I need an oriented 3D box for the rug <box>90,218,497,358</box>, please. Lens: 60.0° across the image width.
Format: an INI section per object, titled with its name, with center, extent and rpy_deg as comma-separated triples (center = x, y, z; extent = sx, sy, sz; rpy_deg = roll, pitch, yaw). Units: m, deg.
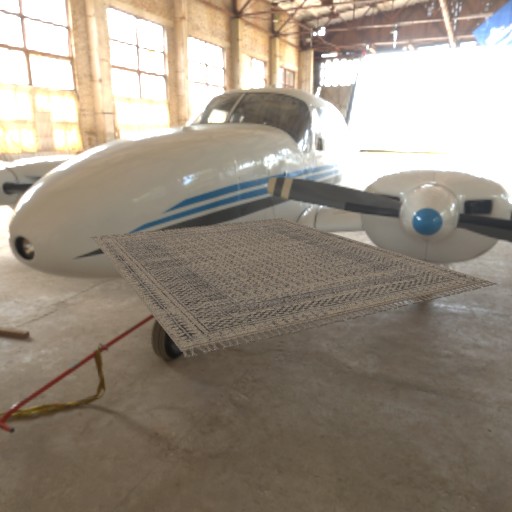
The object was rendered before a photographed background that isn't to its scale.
[rug]
center = 0.000, 0.000, 3.837
extent = 2.312, 0.013, 2.940
rpy_deg = -8, 17, -27
